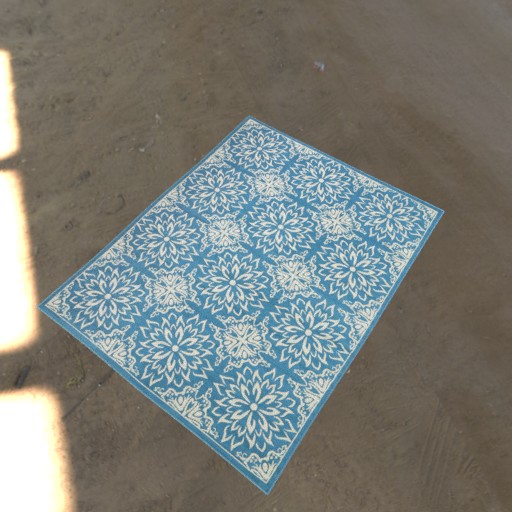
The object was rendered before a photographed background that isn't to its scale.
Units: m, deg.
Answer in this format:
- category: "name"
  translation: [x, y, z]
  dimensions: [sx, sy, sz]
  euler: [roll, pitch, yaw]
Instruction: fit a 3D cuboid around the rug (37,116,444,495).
- category: "rug"
  translation: [0.000, 0.000, 3.958]
  dimensions: [2.350, 0.018, 2.964]
  euler: [31, 62, 19]
